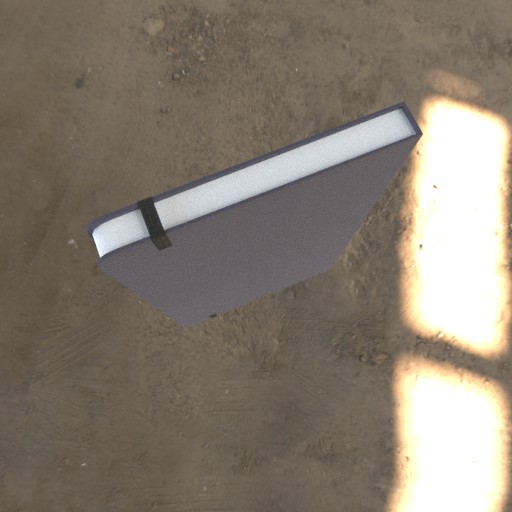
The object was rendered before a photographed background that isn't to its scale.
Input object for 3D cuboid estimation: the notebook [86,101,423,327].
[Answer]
[{"bbox_3d":[0.000,0.000,0.260,0.127,0.213,0.016,-22,76,-6],"label":"notebook"}]
